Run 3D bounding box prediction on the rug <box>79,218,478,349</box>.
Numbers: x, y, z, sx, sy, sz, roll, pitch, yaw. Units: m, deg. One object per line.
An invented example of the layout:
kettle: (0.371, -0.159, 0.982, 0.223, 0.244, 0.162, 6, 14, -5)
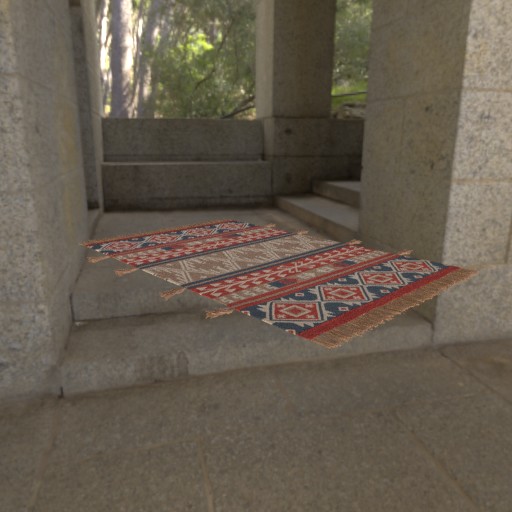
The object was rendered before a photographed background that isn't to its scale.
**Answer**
rug: (0.000, 0.000, 3.070, 1.778, 0.048, 2.450, -14, 21, -41)
